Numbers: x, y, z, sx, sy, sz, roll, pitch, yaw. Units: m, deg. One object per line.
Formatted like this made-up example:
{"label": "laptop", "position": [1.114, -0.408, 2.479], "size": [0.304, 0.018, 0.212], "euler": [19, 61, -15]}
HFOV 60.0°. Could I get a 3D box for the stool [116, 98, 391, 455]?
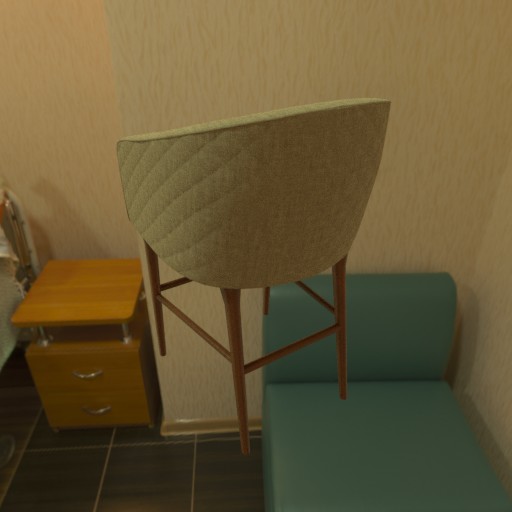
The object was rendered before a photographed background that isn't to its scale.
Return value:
{"label": "stool", "position": [0.000, 0.000, 1.297], "size": [0.559, 0.952, 0.635], "euler": [-18, 34, -28]}
